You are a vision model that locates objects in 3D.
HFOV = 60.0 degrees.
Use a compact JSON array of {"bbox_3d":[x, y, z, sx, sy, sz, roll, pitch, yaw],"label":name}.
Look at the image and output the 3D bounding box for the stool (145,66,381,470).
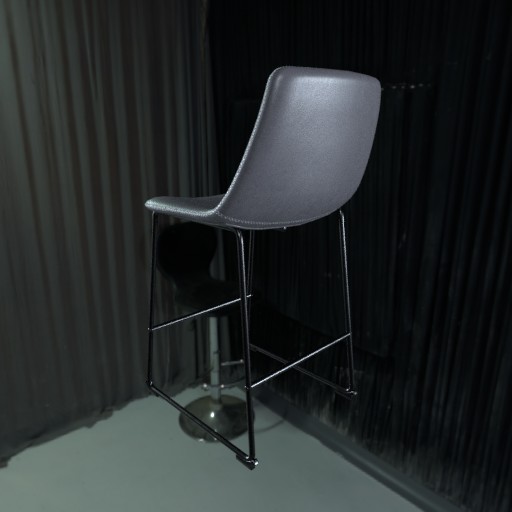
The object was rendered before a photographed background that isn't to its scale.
[{"bbox_3d":[0.000,0.000,1.181,0.470,0.876,0.546,-15,22,-42],"label":"stool"}]
